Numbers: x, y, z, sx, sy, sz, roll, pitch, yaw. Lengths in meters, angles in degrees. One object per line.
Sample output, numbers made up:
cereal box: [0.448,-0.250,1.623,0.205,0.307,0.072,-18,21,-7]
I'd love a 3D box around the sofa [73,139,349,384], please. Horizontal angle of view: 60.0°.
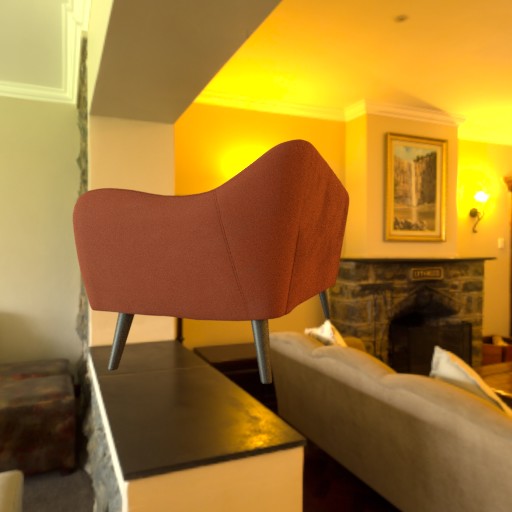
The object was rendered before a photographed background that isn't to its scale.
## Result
sofa: [0.000,0.000,2.279,0.820,0.836,1.840,0,0,17]
